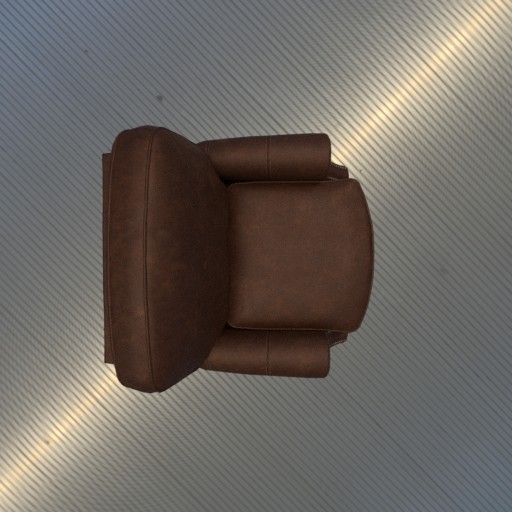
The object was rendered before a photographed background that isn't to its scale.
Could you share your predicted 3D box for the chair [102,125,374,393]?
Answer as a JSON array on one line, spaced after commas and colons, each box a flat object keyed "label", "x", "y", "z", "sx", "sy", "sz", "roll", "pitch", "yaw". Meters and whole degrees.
[{"label": "chair", "x": 0.000, "y": 0.000, "z": 1.762, "sx": 0.986, "sy": 1.018, "sz": 0.936, "roll": 0, "pitch": 92, "yaw": 0}]
